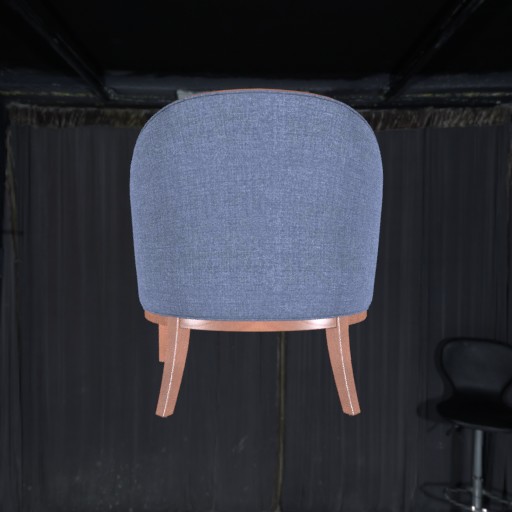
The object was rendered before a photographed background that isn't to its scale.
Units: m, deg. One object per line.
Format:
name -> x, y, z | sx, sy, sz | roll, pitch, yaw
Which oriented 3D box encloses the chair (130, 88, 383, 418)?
chair -> 0.000, 0.000, 1.507 | 0.803, 0.876, 0.735 | 0, 1, -1
